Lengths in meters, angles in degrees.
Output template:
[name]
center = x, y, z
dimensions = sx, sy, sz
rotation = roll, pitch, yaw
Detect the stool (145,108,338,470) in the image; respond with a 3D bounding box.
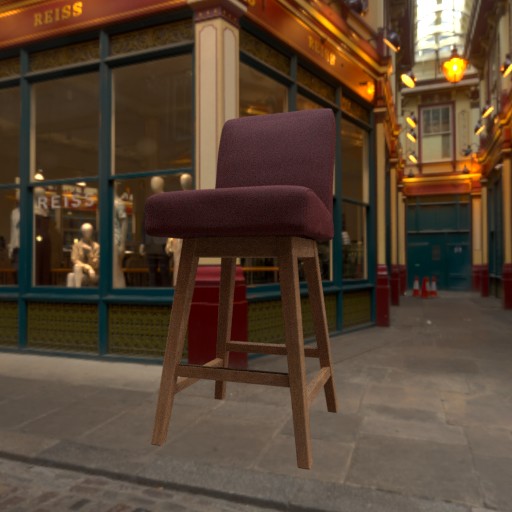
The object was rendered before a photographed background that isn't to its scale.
[stool]
center = 0.000, 0.000, 1.373
dimensions = 0.468, 1.038, 0.562
rotation = 0, 0, 19
